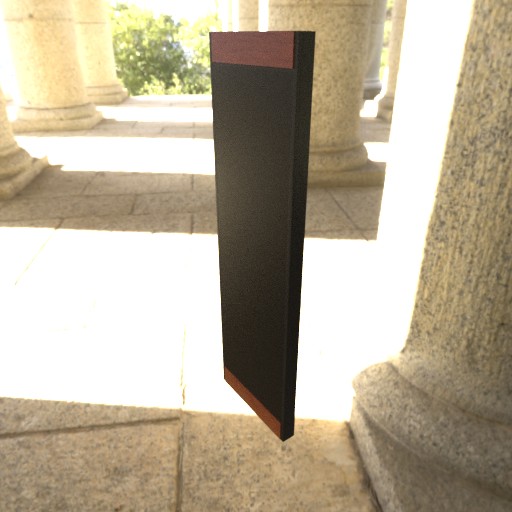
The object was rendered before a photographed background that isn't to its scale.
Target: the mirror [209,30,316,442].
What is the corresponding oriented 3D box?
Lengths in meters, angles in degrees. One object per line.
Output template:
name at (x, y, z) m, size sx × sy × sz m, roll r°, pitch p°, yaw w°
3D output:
mirror at (0.000, 0.000, 1.241) m, size 0.047 × 1.123 × 0.343 m, roll -18°, pitch 32°, yaw -32°
